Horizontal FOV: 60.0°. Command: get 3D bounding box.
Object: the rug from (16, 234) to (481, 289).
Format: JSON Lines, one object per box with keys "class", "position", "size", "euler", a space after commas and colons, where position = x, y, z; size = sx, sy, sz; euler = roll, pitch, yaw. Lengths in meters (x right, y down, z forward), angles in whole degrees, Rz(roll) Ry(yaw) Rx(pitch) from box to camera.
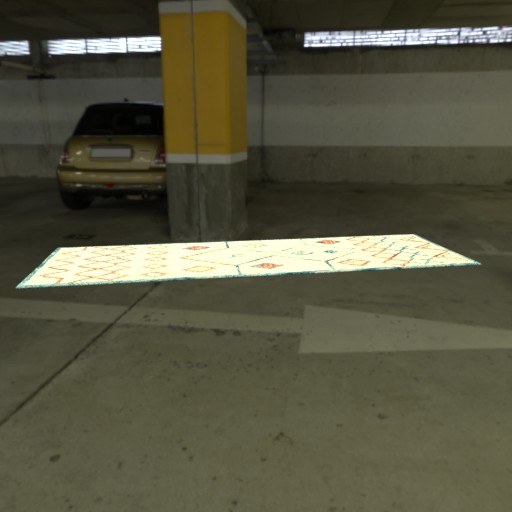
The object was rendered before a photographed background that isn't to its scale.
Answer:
{"class": "rug", "position": [0.000, 0.000, 2.644], "size": [2.435, 0.011, 0.750], "euler": [-3, 16, -9]}
